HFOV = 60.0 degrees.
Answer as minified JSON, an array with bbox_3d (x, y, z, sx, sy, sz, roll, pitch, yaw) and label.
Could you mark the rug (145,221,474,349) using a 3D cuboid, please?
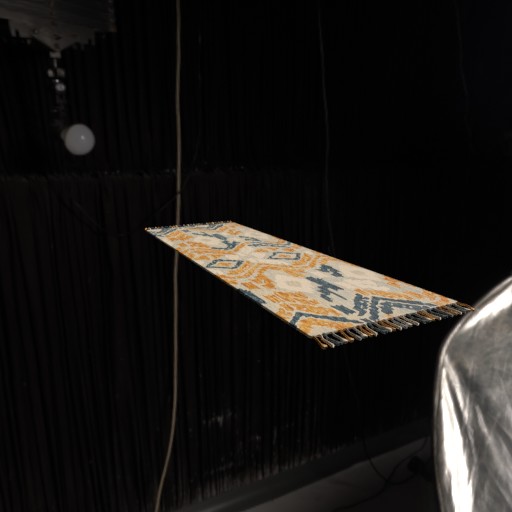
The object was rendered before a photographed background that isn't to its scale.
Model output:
[{"bbox_3d":[0.000,0.000,2.676,0.783,0.010,2.437,-7,16,-27],"label":"rug"}]
